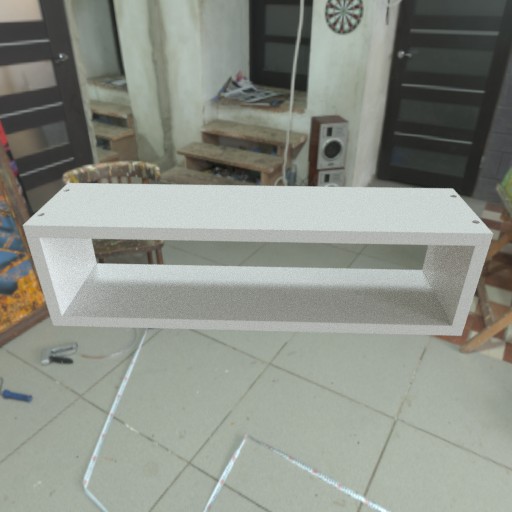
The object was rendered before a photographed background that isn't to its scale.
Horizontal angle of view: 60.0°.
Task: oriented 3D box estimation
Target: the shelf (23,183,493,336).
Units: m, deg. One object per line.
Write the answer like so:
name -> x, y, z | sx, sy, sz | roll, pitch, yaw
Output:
shelf -> 0.000, 0.000, 0.681 | 0.610, 0.170, 0.150 | 1, 31, 2
